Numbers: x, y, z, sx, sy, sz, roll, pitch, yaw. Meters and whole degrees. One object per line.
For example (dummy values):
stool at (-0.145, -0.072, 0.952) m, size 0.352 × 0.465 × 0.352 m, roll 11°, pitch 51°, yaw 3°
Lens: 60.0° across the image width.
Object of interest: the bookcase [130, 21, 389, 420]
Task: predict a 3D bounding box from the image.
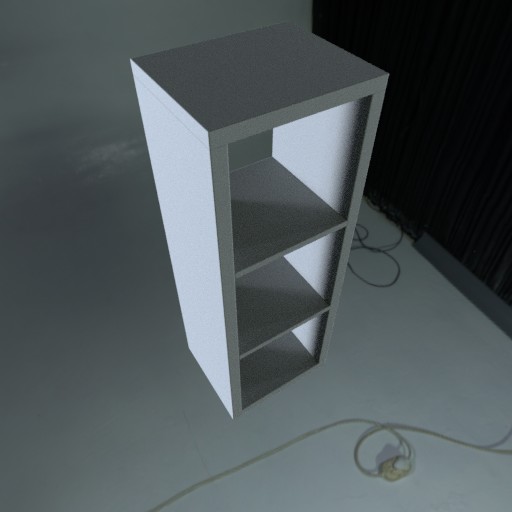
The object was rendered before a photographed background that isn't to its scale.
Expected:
bookcase at (0.000, 0.000, 1.257) m, size 0.390 × 1.080 × 0.330 m, roll -25°, pitch 51°, yaw -22°
